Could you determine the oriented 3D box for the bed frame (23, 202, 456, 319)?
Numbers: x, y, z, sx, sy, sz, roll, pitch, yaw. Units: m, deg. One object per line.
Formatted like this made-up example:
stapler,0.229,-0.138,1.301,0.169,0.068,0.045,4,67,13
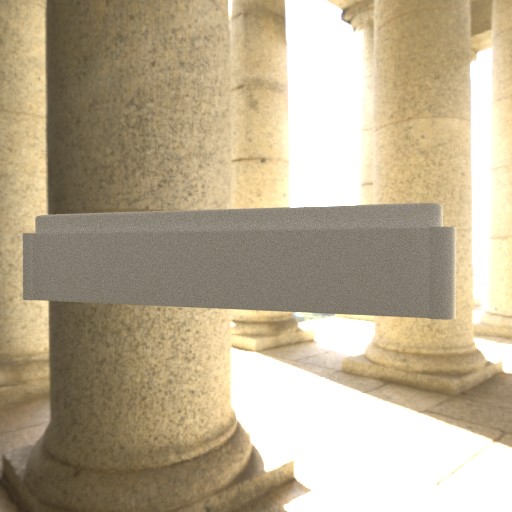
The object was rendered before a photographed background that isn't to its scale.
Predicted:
bed frame,0.000,0.000,2.455,1.900,0.406,1.400,0,1,19
